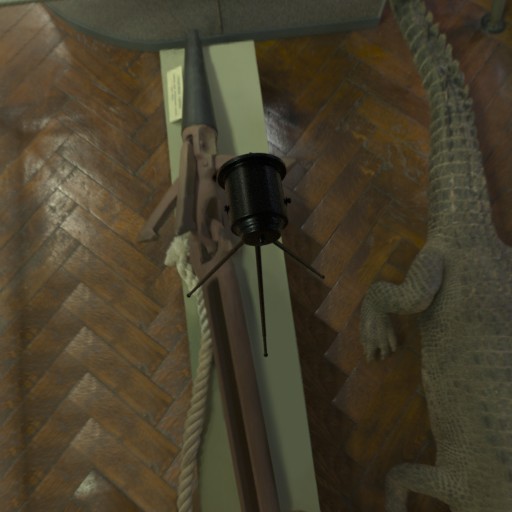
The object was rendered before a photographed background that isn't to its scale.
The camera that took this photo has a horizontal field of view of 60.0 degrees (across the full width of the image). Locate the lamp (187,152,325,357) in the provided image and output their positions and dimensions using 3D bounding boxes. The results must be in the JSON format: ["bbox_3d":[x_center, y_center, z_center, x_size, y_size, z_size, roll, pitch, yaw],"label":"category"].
[{"bbox_3d":[0.000,0.000,2.081,0.879,1.504,0.884,-8,75,-2],"label":"lamp"}]
